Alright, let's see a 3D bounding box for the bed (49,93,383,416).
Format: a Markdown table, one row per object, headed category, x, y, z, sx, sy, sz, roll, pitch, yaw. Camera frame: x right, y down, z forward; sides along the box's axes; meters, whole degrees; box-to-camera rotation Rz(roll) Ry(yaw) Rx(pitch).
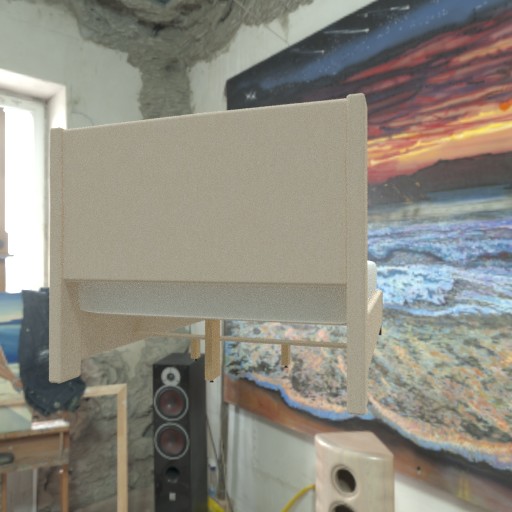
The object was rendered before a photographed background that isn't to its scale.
| category | x | y | z | sx | sy | sz | roll | pitch | yaw |
| --- | --- | --- | --- | --- | --- | --- | --- | --- | --- |
| bed | 0.000 | 0.000 | 3.366 | 1.778 | 1.471 | 2.293 | 0 | 0 | 18 |
